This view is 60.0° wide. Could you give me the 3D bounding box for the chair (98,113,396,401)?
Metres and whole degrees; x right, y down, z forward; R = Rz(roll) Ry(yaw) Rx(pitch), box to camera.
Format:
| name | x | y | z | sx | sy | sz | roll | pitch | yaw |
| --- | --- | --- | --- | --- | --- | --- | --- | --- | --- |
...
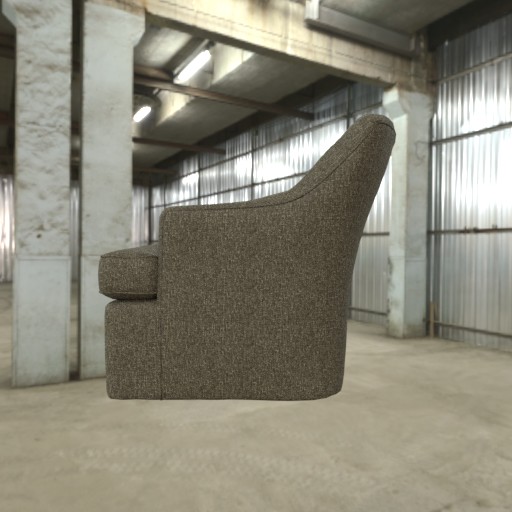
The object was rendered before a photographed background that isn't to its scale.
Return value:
| name | x | y | z | sx | sy | sz | roll | pitch | yaw |
| --- | --- | --- | --- | --- | --- | --- | --- | --- | --- |
| chair | 0.000 | 0.000 | 1.619 | 0.923 | 0.856 | 0.864 | 0 | 1 | -2 |
